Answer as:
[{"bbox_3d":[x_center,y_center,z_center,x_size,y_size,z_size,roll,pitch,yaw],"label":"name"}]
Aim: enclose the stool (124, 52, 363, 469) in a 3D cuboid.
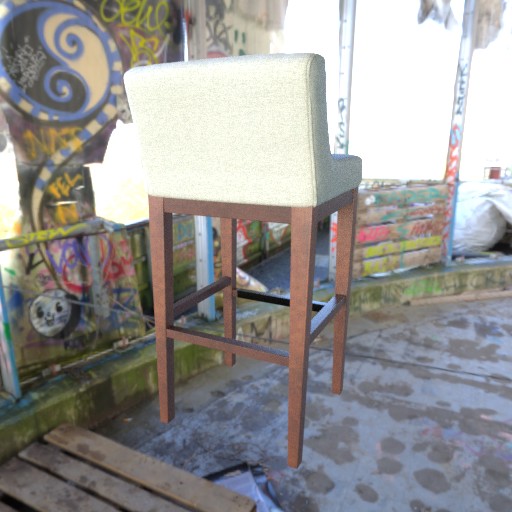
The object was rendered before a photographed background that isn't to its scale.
[{"bbox_3d":[0.000,0.000,1.325,0.511,1.037,0.500,7,17,26],"label":"stool"}]
